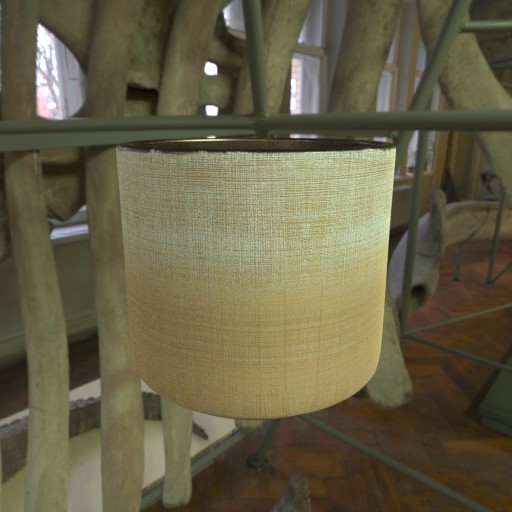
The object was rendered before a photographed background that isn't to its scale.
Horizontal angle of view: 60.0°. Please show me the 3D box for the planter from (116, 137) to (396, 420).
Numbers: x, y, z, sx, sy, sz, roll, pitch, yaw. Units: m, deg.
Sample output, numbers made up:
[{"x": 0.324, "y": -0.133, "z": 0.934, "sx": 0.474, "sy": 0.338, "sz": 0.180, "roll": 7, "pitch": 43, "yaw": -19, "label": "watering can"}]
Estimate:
[{"x": 0.000, "y": 0.000, "z": 0.442, "sx": 0.254, "sy": 0.221, "sz": 0.254, "roll": 0, "pitch": 17, "yaw": 0, "label": "planter"}]
